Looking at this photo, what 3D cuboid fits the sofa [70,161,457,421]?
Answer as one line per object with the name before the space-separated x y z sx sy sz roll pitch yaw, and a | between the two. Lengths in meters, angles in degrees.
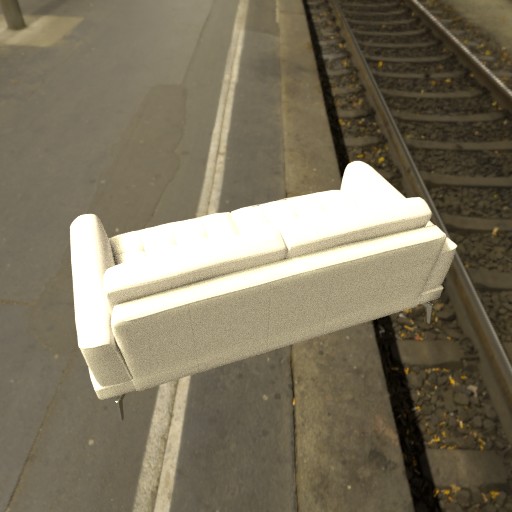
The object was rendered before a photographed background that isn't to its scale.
sofa | 0.000 0.000 2.773 2.177 0.930 1.121 -14 44 -15
